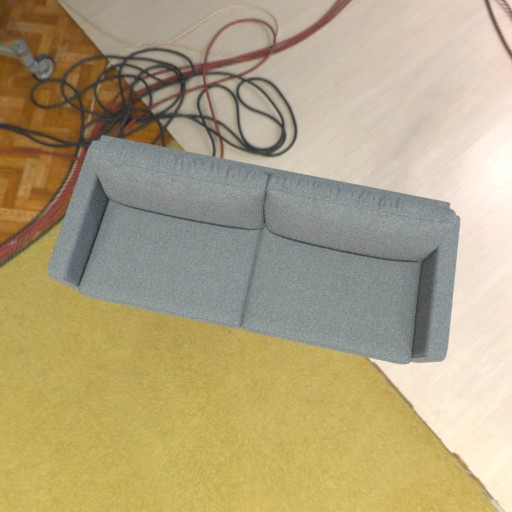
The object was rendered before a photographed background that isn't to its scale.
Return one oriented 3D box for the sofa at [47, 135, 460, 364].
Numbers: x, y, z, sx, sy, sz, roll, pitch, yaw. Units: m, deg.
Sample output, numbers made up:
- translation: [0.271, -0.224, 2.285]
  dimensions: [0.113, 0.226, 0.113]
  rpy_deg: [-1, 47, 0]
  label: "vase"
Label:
- translation: [0.000, 0.000, 2.640]
  dimensions: [2.200, 0.880, 0.880]
  rpy_deg: [12, 75, 3]
  label: "sofa"
